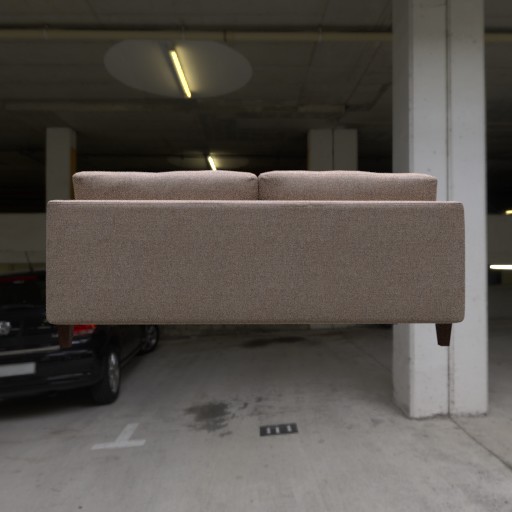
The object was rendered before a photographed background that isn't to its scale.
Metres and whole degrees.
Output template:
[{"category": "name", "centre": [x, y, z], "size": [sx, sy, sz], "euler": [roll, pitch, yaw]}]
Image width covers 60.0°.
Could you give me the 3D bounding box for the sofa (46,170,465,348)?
[{"category": "sofa", "centre": [0.000, 0.000, 2.762], "size": [2.208, 0.965, 0.951], "euler": [0, -1, -1]}]
